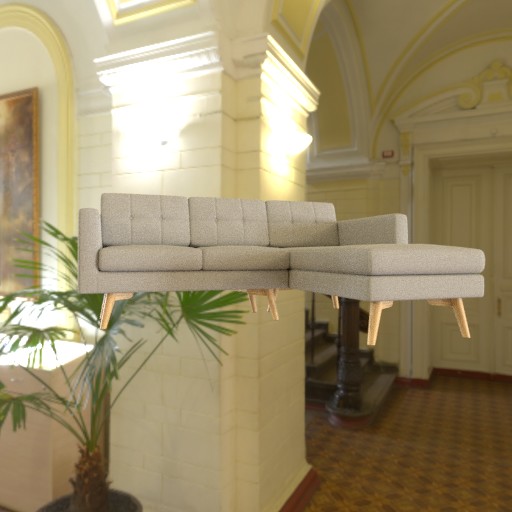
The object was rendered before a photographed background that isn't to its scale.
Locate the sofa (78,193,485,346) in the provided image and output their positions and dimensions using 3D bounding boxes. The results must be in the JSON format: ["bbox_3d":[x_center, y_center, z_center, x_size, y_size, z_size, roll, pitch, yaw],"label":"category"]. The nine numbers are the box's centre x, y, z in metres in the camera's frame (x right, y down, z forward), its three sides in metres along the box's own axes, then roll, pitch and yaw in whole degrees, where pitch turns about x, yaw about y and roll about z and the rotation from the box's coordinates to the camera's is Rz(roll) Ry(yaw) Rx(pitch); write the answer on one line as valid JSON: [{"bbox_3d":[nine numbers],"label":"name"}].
[{"bbox_3d":[0.000,0.000,2.700,2.040,0.860,1.530,0,0,-19],"label":"sofa"}]
